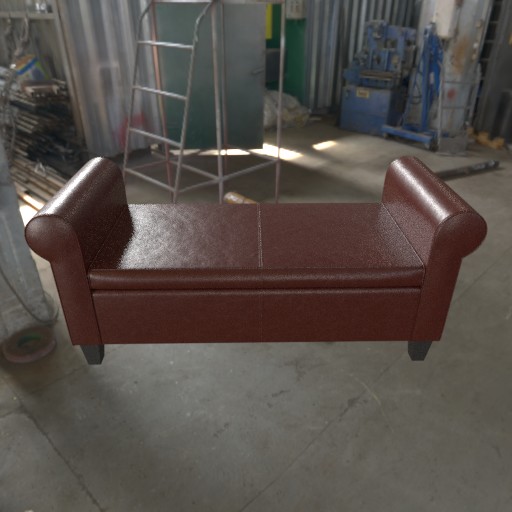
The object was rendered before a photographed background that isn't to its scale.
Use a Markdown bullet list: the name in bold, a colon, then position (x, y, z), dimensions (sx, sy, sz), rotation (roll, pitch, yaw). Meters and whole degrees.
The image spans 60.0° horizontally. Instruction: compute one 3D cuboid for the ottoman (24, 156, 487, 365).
- **ottoman**: position (0.000, 0.000, 1.521), dimensions (1.256, 0.547, 0.521), rotation (0, 30, -1)
